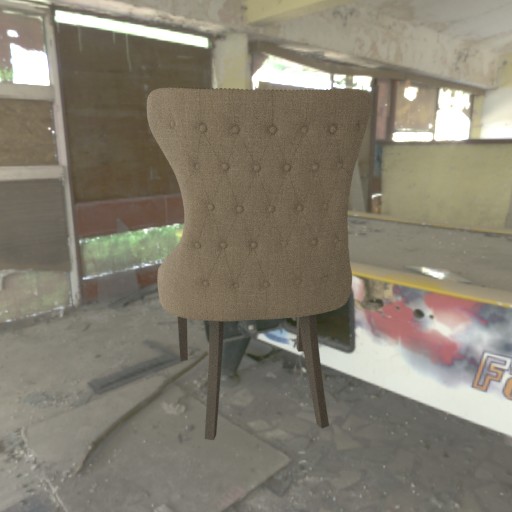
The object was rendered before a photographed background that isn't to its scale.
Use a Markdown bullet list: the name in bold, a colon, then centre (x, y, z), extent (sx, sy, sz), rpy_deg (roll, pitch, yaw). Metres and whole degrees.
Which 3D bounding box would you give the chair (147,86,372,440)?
- **chair**: centre (0.000, 0.000, 1.421), extent (0.628, 0.967, 0.635), rpy_deg (-2, 14, -9)
